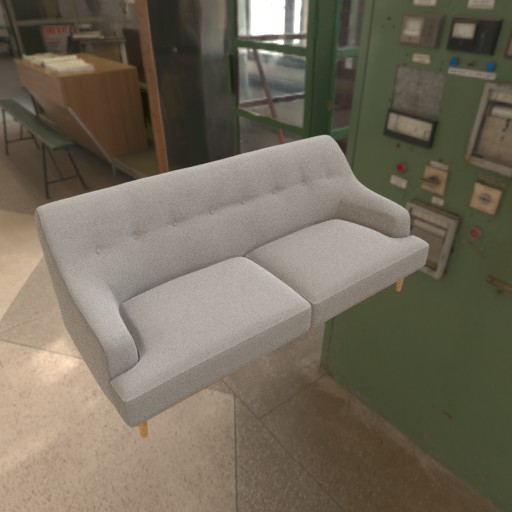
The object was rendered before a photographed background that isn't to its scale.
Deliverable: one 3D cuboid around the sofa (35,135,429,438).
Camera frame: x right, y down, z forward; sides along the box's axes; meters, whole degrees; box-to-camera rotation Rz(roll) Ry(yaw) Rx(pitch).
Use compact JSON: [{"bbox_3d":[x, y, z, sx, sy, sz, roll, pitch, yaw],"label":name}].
[{"bbox_3d":[0.000,0.000,2.541,2.057,0.871,0.978,-22,38,-31],"label":"sofa"}]
